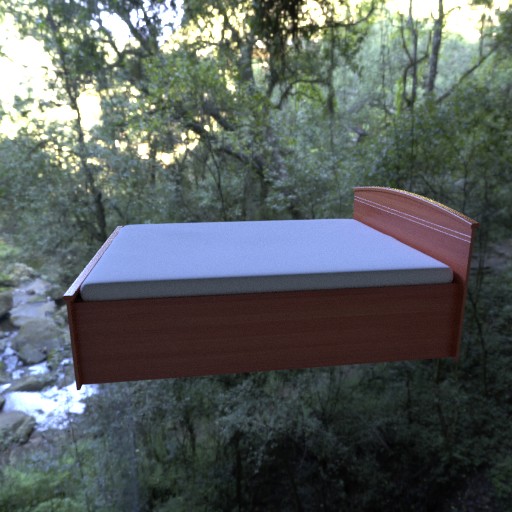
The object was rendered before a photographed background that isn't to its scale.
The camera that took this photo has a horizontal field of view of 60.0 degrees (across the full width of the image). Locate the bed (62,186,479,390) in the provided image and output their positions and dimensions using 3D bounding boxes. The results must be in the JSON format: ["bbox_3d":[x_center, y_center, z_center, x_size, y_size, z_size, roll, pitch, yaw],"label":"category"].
[{"bbox_3d":[0.000,0.000,3.009,2.053,0.848,1.683,-2,15,-8],"label":"bed"}]
